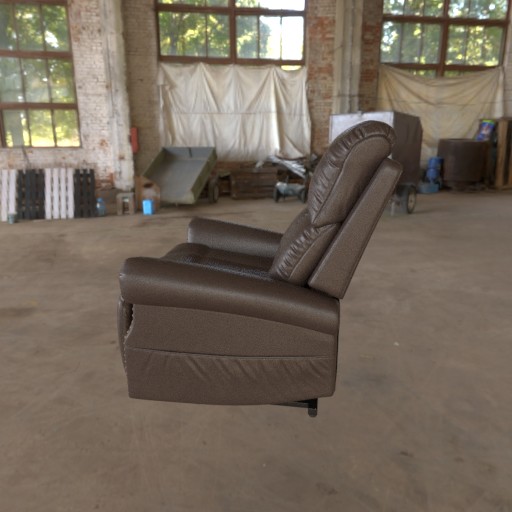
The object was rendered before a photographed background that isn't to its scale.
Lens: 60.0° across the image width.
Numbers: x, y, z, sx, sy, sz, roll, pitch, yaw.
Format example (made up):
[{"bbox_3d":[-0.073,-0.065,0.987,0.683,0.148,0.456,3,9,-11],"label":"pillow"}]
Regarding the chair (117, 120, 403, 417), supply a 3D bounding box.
[{"bbox_3d":[0.000,0.000,1.775,0.978,1.028,0.869,2,16,9],"label":"chair"}]
